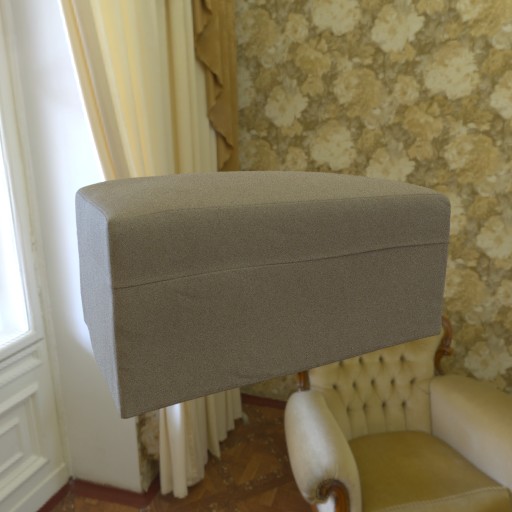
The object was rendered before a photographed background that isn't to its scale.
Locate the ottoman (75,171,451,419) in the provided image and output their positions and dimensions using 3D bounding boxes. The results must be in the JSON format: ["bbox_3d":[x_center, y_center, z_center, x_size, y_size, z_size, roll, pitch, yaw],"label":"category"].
[{"bbox_3d":[0.000,0.000,1.206,0.872,0.444,0.590,-7,15,-27],"label":"ottoman"}]
